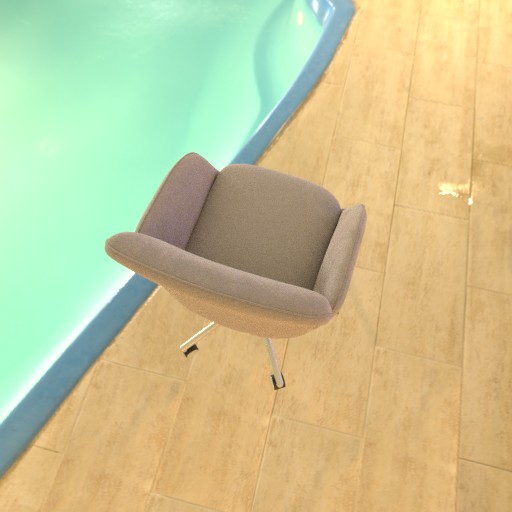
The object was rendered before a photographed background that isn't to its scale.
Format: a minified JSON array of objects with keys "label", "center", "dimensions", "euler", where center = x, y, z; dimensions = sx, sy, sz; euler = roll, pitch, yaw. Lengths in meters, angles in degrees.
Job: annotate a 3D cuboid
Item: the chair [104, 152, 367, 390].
[{"label":"chair","center":[0.000,0.000,1.385],"dimensions":[0.648,0.959,0.654],"euler":[18,66,9]}]
